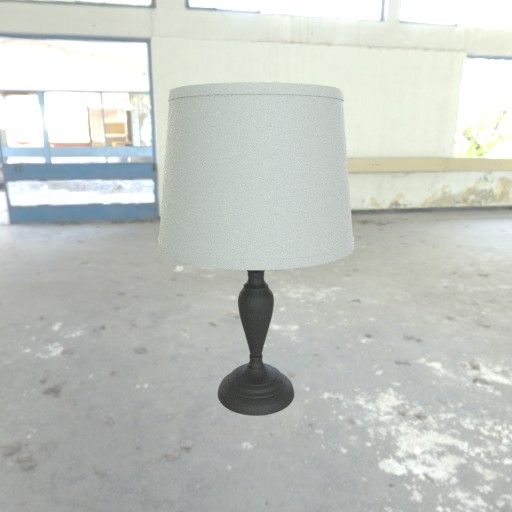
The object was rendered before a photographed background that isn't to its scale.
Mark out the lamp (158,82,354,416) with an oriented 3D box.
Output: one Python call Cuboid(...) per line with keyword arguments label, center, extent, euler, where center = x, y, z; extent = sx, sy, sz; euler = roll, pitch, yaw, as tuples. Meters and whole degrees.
Cuboid(label="lamp", center=(0.000, 0.000, 0.721), extent=(0.310, 0.501, 0.310), euler=(0, 15, 0))
